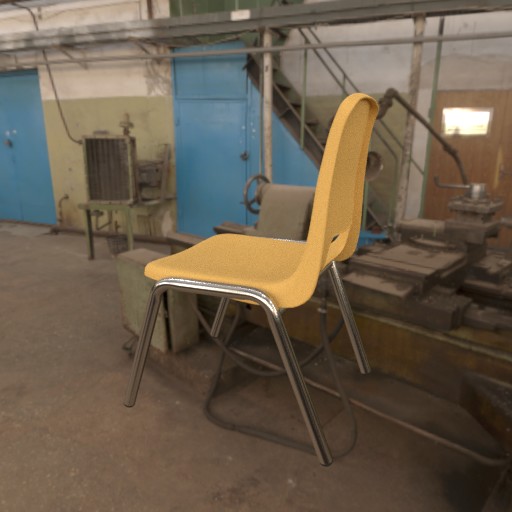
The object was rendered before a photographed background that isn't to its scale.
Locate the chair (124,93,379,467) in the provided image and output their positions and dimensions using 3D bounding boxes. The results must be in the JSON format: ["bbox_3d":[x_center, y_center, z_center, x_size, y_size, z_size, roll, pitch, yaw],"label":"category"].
[{"bbox_3d":[0.000,0.000,0.865,0.423,0.586,0.354,8,18,24],"label":"chair"}]
